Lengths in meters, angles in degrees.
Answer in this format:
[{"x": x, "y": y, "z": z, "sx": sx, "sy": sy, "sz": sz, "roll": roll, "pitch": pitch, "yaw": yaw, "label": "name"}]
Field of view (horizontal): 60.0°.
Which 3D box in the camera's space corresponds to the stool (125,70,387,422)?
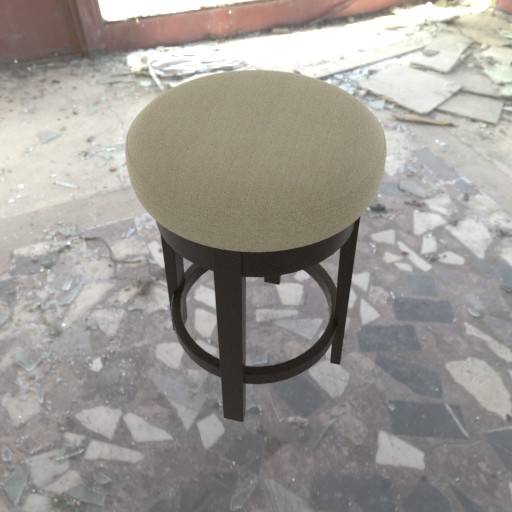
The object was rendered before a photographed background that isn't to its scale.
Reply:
[{"x": 0.000, "y": 0.000, "z": 0.944, "sx": 0.449, "sy": 0.655, "sz": 0.449, "roll": 0, "pitch": 46, "yaw": 0, "label": "stool"}]
